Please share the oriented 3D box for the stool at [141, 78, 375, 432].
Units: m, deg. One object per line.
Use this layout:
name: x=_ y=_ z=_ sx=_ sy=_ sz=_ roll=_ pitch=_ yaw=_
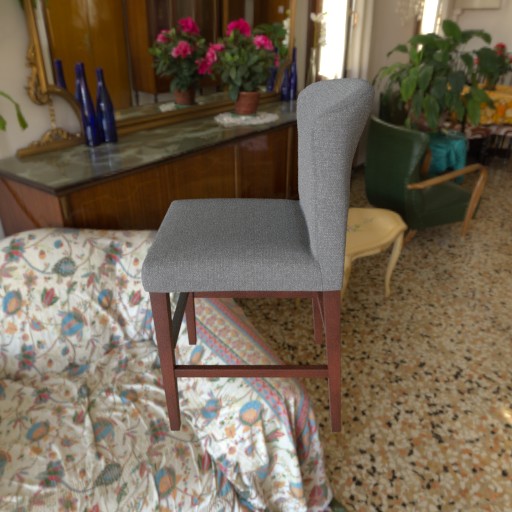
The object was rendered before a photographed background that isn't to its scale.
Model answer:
stool: x=0.000 y=0.000 z=1.307 sx=0.568 sy=0.968 sz=0.479 roll=0 pitch=27 yaw=0
